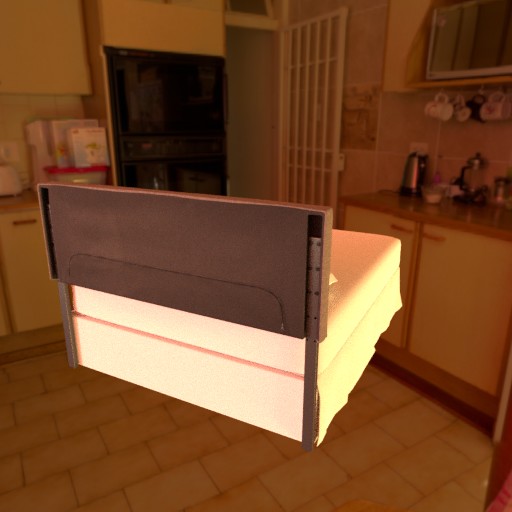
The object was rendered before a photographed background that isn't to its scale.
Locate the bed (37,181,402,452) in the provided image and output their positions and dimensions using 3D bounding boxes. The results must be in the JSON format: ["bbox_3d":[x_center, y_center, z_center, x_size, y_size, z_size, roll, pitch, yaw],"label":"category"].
[{"bbox_3d":[0.000,0.000,2.888,1.610,1.089,1.894,9,19,27],"label":"bed"}]
